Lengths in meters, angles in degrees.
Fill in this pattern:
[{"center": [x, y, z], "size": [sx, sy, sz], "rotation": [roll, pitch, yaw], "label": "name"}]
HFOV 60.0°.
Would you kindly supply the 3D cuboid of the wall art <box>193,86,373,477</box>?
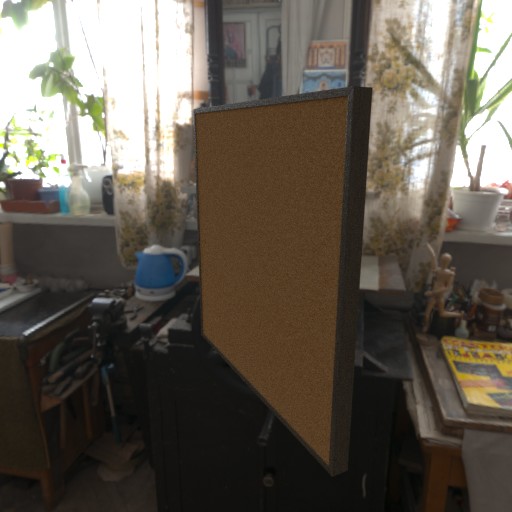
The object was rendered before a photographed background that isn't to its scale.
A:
[{"center": [0.000, 0.000, 1.149], "size": [0.039, 0.758, 0.758], "rotation": [-8, 17, -27], "label": "wall art"}]
